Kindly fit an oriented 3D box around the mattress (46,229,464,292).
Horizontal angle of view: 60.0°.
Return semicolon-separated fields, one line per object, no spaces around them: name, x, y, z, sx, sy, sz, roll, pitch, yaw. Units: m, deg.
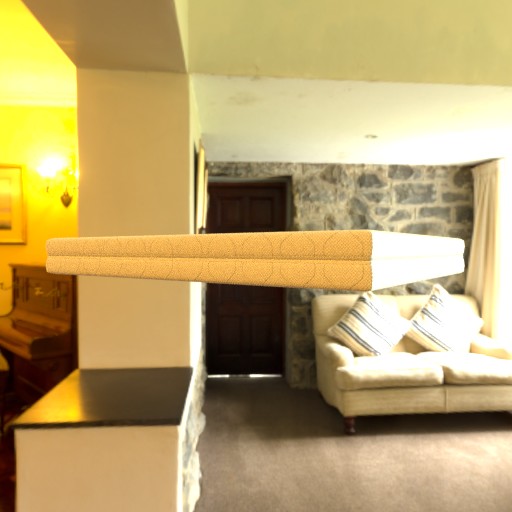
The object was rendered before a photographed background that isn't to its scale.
mattress;0.000;0.000;2.492;1.900;0.200;1.400;1;1;36
